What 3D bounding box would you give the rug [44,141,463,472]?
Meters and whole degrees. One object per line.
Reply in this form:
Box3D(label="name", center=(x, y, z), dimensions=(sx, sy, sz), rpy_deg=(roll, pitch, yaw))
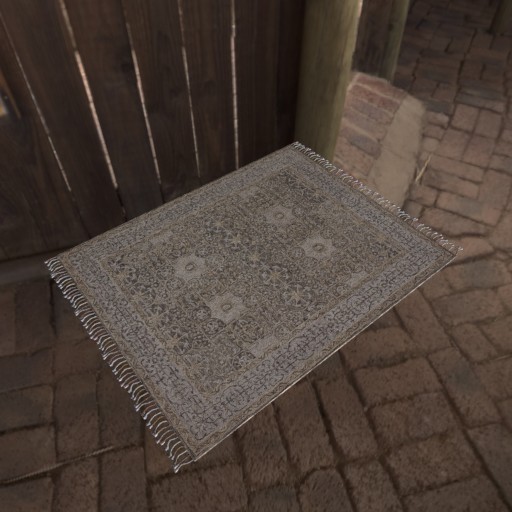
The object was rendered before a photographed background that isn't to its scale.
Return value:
Box3D(label="rug", center=(0.000, 0.000, 4.284), dimensions=(3.291, 0.017, 2.431), rpy_deg=(-31, 55, -25))
